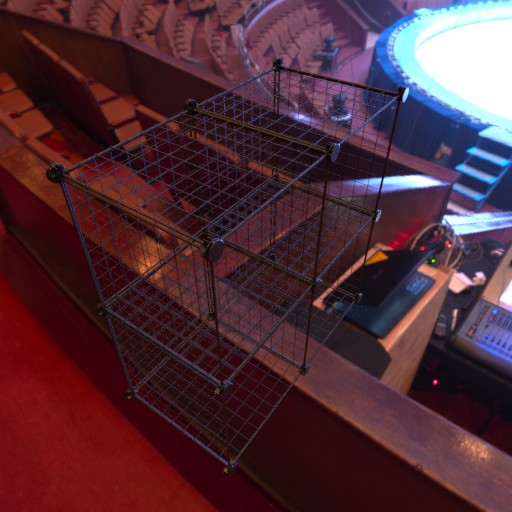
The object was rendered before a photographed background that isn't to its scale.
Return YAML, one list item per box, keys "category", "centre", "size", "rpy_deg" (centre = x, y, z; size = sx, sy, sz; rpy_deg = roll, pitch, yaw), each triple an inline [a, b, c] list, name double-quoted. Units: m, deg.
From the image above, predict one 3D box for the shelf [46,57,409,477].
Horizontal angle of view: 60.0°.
- category: "shelf"
  centre: [0.000, 0.000, 1.106]
  size: [0.356, 0.711, 0.711]
  rpy_deg: [25, 47, 26]
